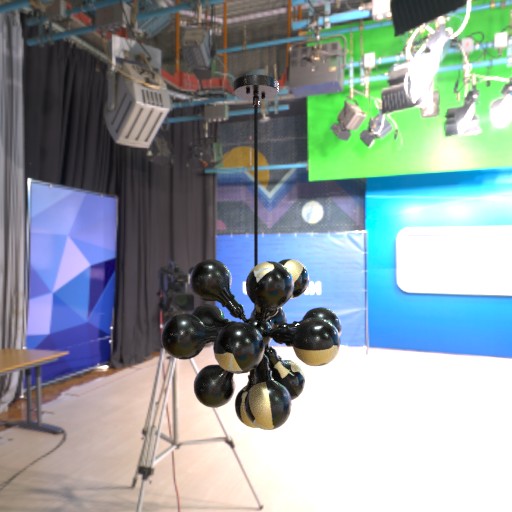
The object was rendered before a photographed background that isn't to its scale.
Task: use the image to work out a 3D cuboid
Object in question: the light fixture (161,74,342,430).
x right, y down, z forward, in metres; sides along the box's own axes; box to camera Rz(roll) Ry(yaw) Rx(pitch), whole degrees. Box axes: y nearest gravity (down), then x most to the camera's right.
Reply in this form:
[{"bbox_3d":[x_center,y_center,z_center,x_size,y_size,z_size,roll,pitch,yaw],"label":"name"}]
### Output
[{"bbox_3d":[0.000,0.000,1.109,0.468,0.859,0.420,0,1,-18],"label":"light fixture"}]
